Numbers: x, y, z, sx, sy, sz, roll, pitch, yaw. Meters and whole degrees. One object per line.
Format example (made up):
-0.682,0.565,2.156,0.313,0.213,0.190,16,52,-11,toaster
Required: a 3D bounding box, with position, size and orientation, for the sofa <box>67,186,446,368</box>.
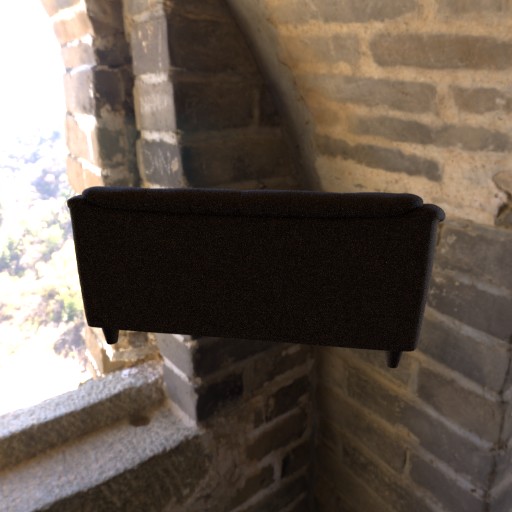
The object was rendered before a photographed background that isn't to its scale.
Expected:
0.000,0.000,2.325,1.849,0.790,0.887,3,16,9,sofa
